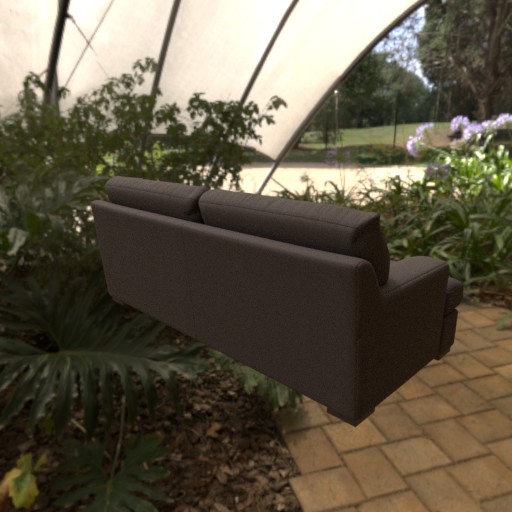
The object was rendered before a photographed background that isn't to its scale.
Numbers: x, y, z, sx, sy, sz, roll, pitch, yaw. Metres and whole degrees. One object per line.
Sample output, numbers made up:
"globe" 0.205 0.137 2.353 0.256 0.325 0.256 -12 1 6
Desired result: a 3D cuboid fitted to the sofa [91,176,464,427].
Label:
"sofa" 0.000 0.000 2.853 2.271 0.950 1.140 15 22 43
